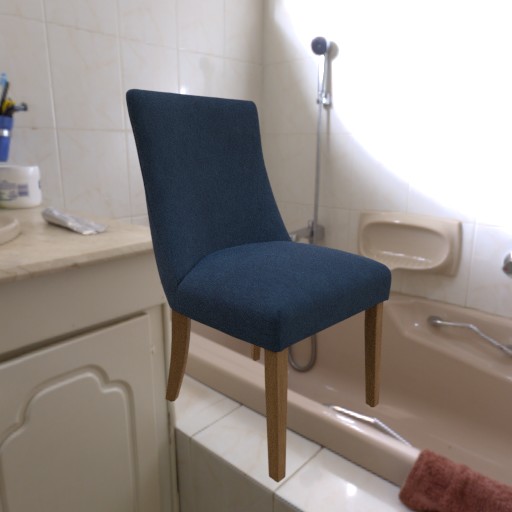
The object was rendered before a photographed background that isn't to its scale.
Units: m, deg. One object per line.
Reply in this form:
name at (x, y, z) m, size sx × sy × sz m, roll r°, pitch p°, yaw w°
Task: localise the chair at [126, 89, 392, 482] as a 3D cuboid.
chair at (0.000, 0.000, 1.256) m, size 0.609 × 0.902 × 0.495 m, roll 13°, pitch 19°, yaw 43°
